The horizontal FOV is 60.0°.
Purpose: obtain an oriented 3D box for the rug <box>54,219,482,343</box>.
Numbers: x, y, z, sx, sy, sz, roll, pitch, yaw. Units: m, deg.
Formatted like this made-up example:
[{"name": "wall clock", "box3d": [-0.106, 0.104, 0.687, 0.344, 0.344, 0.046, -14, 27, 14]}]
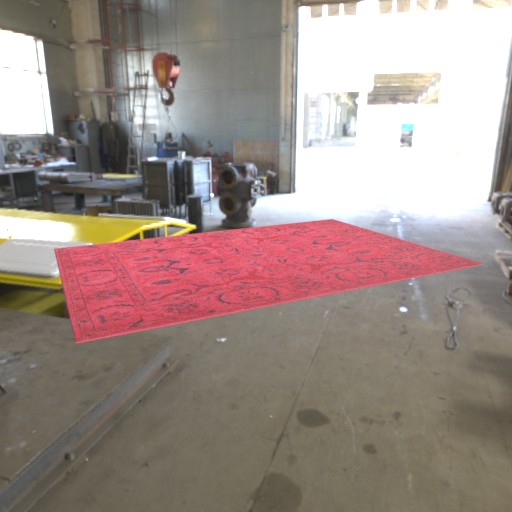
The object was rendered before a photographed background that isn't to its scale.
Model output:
[{"name": "rug", "box3d": [0.000, 0.000, 2.241, 1.814, 0.008, 1.209, -8, 18, -25]}]
